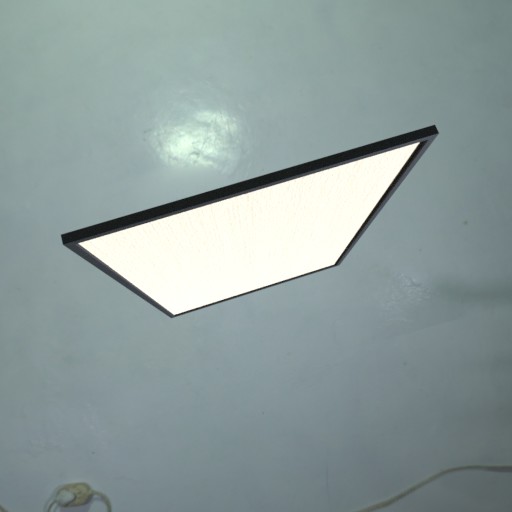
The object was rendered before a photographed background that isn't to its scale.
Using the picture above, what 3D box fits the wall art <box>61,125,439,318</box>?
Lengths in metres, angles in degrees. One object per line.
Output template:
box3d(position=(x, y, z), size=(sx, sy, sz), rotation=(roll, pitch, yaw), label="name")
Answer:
box3d(position=(0.000, 0.000, 0.832), size=(0.457, 0.657, 0.013), rotation=(-17, 76, -5), label="wall art")
